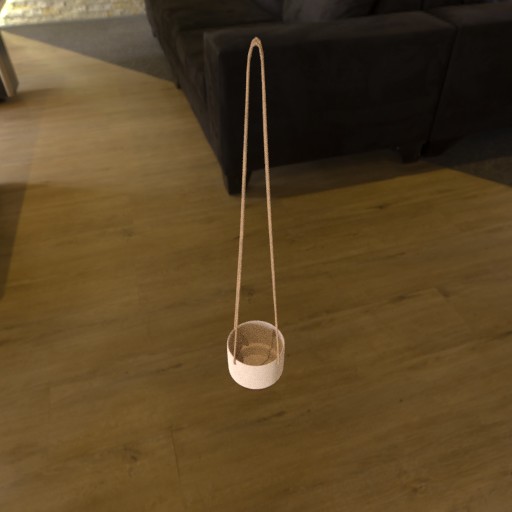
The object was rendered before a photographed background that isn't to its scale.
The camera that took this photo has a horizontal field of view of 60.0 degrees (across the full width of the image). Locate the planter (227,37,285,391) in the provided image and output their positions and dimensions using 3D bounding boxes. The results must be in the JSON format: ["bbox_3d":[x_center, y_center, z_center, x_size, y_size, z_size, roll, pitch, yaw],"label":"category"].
[{"bbox_3d":[0.000,0.000,0.925,0.146,0.841,0.146,-1,41,-1],"label":"planter"}]
